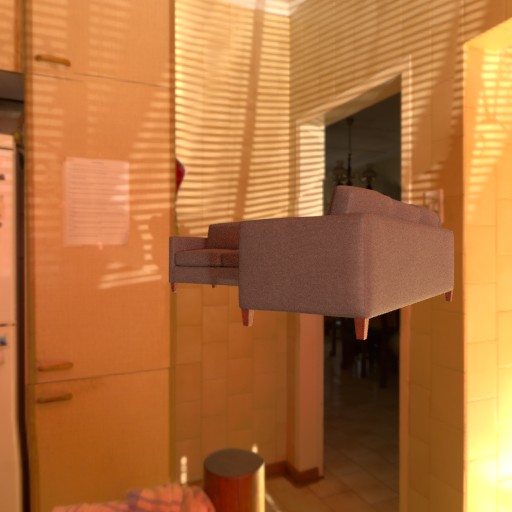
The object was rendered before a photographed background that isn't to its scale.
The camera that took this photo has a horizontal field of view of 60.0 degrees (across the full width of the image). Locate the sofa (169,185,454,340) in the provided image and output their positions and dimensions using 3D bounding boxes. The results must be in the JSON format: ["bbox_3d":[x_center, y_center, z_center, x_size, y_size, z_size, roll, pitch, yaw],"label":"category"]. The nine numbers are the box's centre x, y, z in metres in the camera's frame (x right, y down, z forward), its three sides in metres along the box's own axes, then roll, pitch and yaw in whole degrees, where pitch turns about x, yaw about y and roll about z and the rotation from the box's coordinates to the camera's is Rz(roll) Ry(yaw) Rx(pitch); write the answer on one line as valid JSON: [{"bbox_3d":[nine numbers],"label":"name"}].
[{"bbox_3d":[0.000,0.000,4.508,3.302,0.947,2.593,0,1,35],"label":"sofa"}]
